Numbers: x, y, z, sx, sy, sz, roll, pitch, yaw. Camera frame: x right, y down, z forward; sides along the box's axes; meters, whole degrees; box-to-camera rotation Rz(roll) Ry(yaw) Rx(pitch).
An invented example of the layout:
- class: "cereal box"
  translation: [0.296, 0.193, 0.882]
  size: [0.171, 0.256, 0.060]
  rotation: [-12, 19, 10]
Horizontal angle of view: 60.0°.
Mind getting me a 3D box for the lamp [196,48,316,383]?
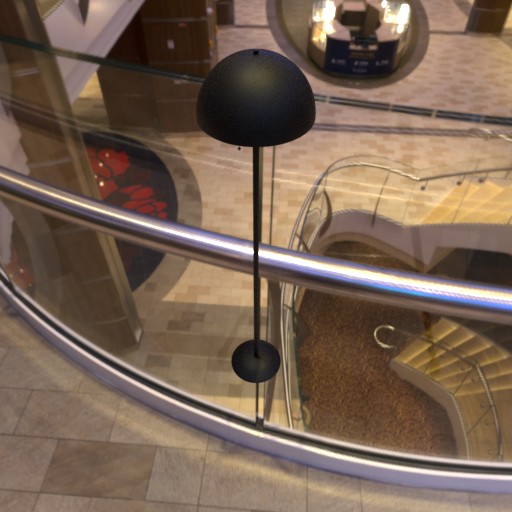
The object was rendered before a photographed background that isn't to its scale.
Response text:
- class: "lamp"
  translation: [0.000, 0.000, 1.633]
  size: [0.328, 1.480, 0.328]
  rotation: [-33, 55, -27]
